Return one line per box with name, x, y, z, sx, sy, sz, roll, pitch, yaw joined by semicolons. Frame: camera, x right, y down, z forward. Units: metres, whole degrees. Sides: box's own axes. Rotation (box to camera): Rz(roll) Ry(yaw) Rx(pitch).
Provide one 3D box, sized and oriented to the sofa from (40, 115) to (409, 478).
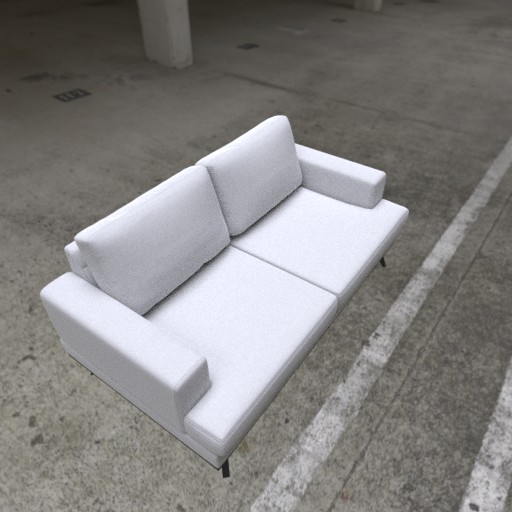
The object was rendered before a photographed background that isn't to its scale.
sofa;0.000;0.000;2.126;0.920;0.810;1.650;25;47;26
